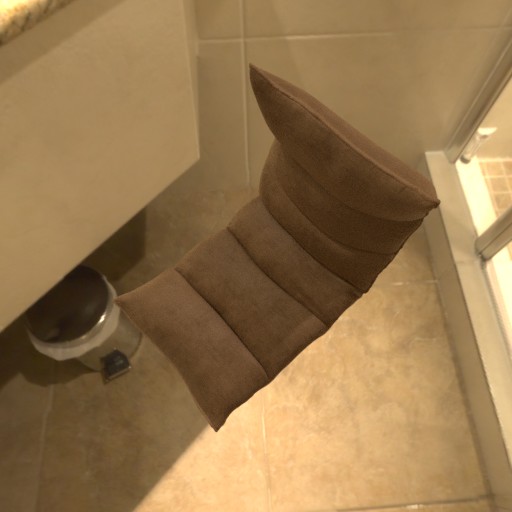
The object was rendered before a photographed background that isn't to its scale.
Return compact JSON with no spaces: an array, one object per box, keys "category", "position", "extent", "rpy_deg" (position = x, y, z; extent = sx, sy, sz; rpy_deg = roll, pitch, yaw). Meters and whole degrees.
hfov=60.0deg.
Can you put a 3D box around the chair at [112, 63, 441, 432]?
[{"category":"chair","position":[0.000,0.000,1.584],"extent":[0.985,0.892,0.714],"rpy_deg":[-38,70,-16]}]
